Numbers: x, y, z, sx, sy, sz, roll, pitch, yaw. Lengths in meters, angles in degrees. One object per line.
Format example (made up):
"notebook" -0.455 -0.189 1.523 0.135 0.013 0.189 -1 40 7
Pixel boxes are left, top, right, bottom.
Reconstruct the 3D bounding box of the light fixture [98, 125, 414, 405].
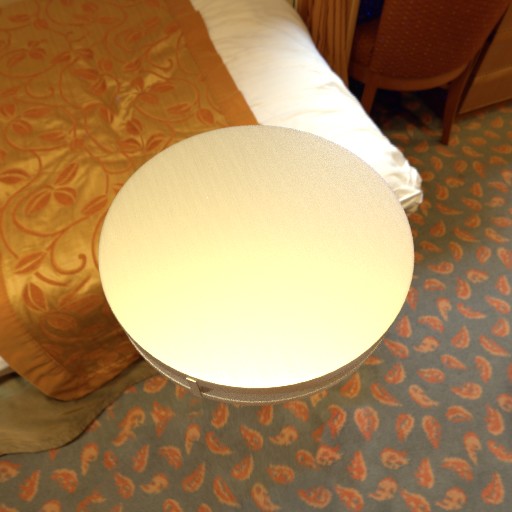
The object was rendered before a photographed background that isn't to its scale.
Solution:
"light fixture" 0.000 0.000 0.546 0.356 0.102 0.356 0 58 0
